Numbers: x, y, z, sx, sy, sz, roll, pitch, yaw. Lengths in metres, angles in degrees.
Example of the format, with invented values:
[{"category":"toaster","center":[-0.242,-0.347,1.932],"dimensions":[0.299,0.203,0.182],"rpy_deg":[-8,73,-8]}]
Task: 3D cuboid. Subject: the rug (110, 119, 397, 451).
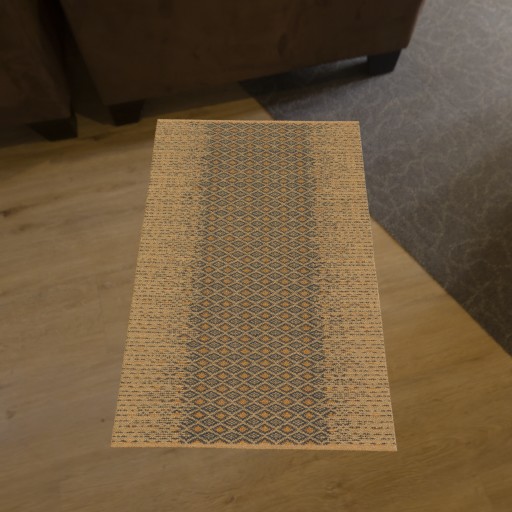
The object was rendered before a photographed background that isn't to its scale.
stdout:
[{"category":"rug","center":[0.000,0.000,2.284],"dimensions":[1.219,0.005,1.828],"rpy_deg":[1,64,0]}]
